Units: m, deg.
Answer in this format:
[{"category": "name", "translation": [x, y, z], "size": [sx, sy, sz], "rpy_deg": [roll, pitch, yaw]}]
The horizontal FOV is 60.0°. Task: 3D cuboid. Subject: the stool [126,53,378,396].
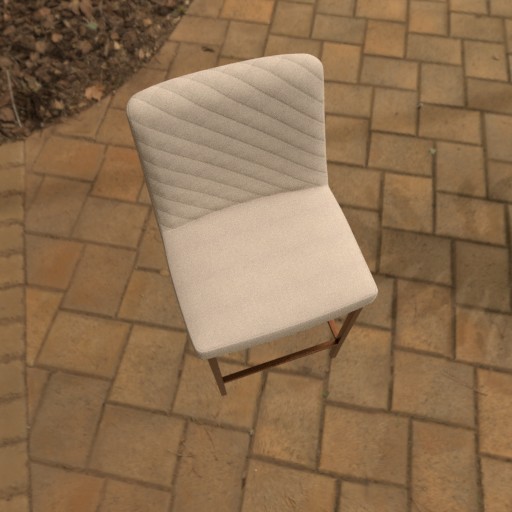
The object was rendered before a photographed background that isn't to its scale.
[{"category": "stool", "translation": [0.000, 0.000, 1.338], "size": [0.507, 0.973, 0.576], "rpy_deg": [-17, 65, -8]}]
